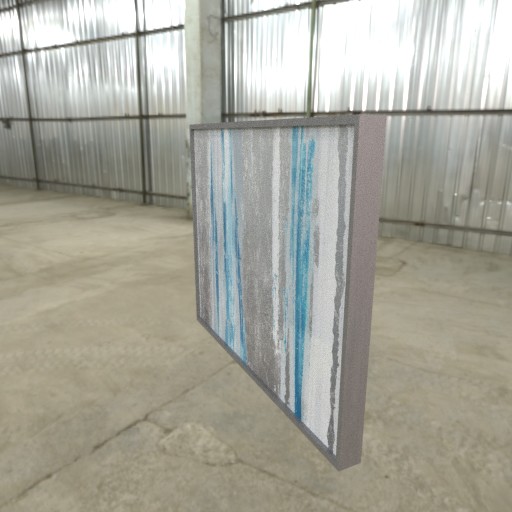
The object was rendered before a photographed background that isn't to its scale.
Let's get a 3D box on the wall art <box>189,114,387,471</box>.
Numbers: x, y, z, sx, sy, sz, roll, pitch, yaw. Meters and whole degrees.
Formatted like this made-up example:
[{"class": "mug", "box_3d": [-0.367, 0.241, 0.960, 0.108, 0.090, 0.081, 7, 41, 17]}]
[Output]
[{"class": "wall art", "box_3d": [0.000, 0.000, 0.774, 0.037, 0.450, 0.557, -8, 17, -26]}]
